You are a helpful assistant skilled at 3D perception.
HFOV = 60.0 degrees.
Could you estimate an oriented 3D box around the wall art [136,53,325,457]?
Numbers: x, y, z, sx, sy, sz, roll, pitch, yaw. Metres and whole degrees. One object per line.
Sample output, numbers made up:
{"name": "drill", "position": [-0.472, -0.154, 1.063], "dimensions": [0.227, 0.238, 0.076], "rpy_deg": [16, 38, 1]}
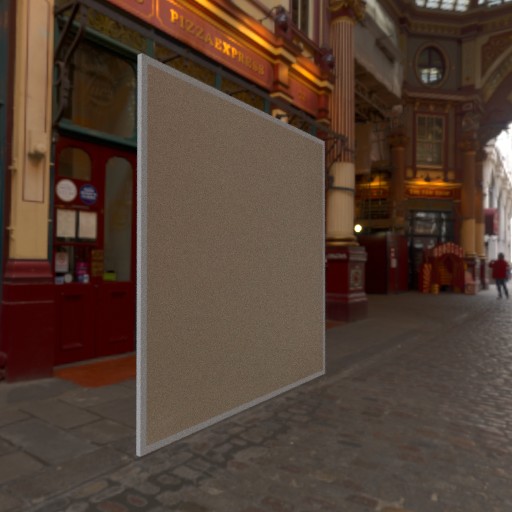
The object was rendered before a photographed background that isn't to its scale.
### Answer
{"name": "wall art", "position": [0.000, 0.000, 0.688], "dimensions": [0.007, 0.456, 0.456], "rpy_deg": [-1, -1, 36]}
